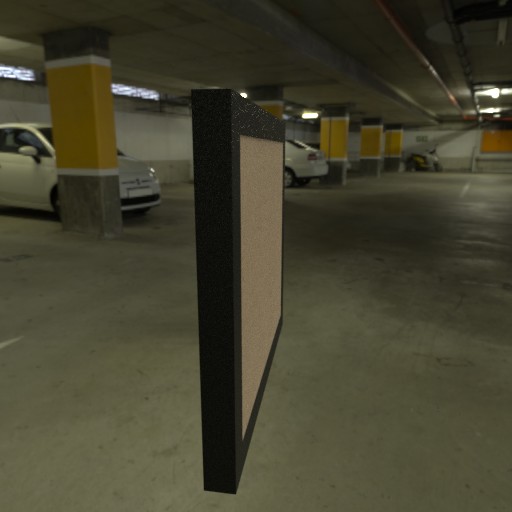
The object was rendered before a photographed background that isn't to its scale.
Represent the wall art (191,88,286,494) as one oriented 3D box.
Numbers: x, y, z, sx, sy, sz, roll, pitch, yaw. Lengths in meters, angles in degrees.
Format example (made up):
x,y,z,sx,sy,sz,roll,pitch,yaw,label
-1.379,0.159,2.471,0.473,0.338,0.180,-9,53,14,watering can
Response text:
x,y,z,sx,sy,sz,roll,pitch,yaw,label
0.000,0.000,0.519,0.028,0.321,0.381,2,13,9,wall art
